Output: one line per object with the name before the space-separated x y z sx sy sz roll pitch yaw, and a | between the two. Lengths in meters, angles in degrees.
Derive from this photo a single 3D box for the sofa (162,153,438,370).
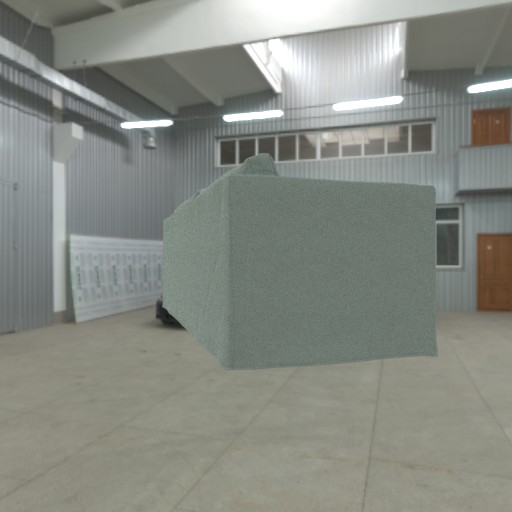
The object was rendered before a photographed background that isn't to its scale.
sofa | 0.000 0.000 2.836 0.962 0.853 2.312 0 0 -18
